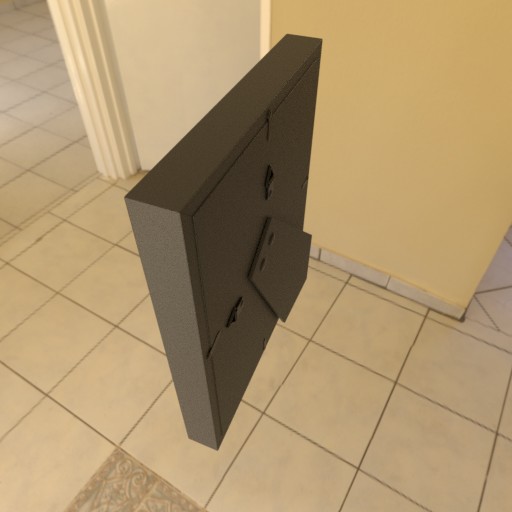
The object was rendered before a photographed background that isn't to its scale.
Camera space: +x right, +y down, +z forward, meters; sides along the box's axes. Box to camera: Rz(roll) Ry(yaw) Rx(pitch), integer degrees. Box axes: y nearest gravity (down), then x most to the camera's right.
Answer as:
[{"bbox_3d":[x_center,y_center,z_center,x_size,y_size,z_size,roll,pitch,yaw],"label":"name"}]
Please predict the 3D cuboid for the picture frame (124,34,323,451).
[{"bbox_3d":[0.000,0.000,0.383,0.042,0.284,0.232,16,48,15],"label":"picture frame"}]
